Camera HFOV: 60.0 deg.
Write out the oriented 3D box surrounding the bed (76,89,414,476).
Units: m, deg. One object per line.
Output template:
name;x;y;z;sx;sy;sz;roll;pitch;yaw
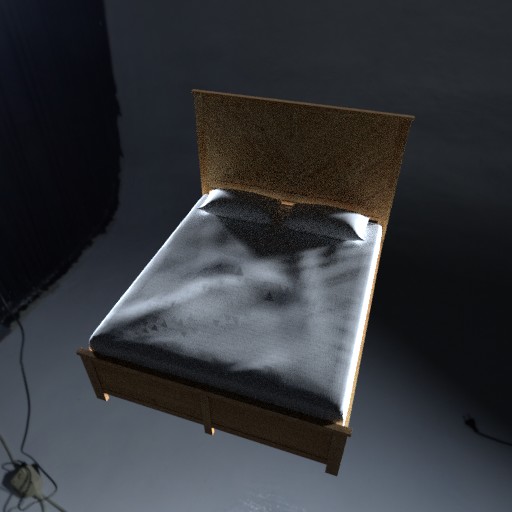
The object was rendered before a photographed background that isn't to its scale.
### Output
bed;0.000;0.000;3.514;1.936;1.686;2.201;12;41;14
